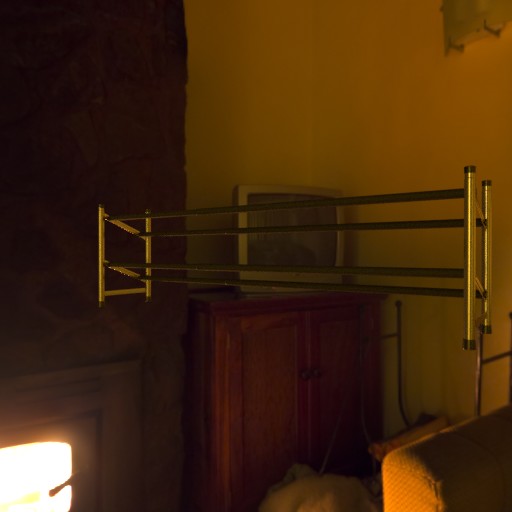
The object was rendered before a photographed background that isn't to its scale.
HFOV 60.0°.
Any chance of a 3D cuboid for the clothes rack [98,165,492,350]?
[{"bbox_3d":[0.000,0.000,1.260,1.168,0.349,0.229,0,1,35],"label":"clothes rack"}]
